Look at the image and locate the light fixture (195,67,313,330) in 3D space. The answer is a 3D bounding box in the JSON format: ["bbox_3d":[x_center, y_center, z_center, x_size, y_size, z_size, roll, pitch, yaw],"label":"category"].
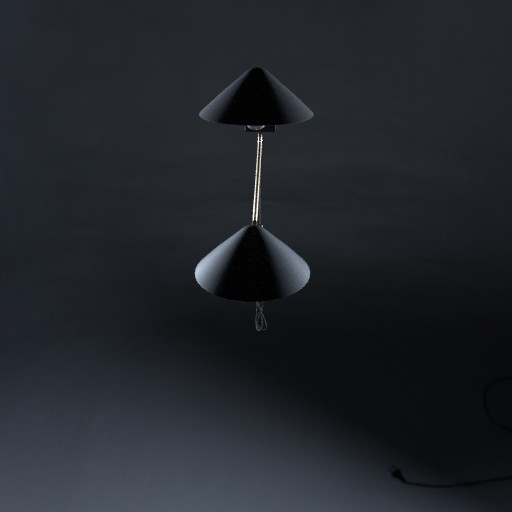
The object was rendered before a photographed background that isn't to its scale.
[{"bbox_3d":[0.000,0.000,0.856,0.189,0.665,0.422,1,29,2],"label":"light fixture"}]
